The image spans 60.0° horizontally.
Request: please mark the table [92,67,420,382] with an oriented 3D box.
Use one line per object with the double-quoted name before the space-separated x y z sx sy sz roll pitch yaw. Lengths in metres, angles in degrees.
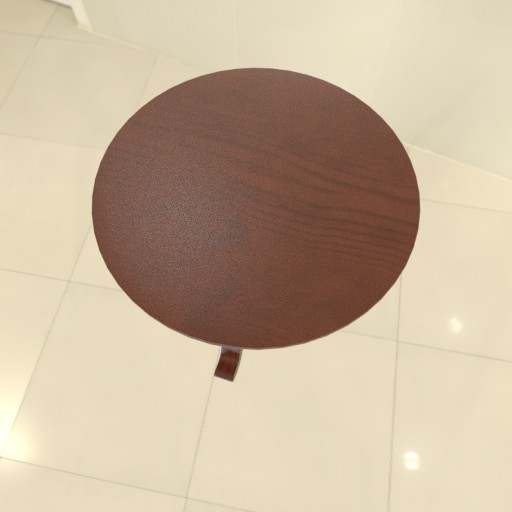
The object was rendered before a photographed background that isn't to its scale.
"table" 0.000 0.000 1.089 0.597 0.612 0.597 0 65 0
